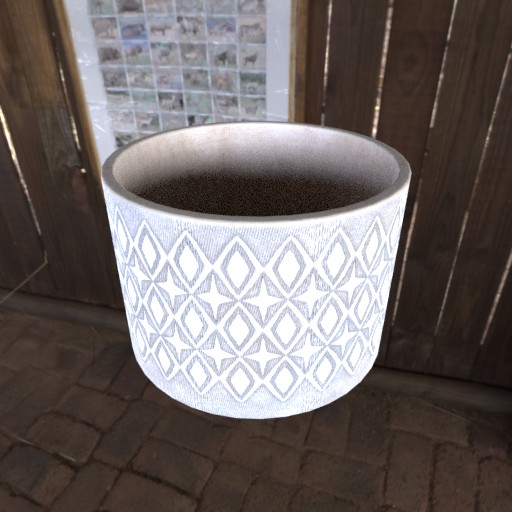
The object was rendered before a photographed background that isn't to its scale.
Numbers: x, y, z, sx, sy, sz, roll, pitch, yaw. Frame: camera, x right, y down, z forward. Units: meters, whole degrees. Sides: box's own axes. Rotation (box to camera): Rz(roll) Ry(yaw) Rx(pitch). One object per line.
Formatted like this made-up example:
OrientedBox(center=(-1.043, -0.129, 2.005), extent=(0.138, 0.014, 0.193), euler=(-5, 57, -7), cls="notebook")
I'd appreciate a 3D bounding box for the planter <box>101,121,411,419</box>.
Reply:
OrientedBox(center=(0.000, 0.000, 0.276), extent=(0.164, 0.127, 0.164), euler=(0, 31, 0), cls="planter")
